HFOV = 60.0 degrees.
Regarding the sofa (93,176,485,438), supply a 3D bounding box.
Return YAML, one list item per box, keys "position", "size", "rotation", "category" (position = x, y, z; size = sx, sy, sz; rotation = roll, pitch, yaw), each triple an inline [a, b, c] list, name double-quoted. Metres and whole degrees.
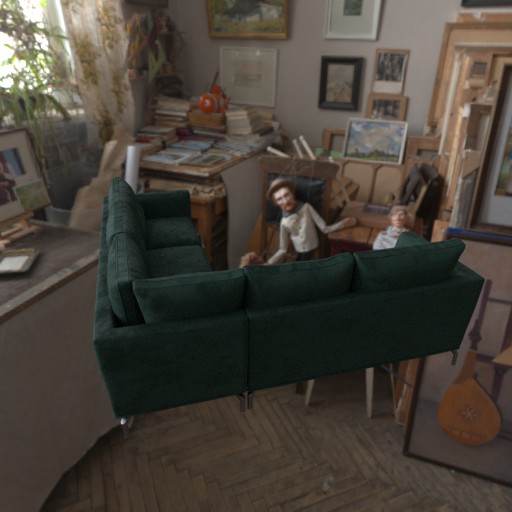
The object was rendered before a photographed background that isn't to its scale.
- position: [0.000, 0.000, 3.764]
  size: [2.468, 1.004, 2.452]
  rotation: [-7, 27, -14]
  category: "sofa"
